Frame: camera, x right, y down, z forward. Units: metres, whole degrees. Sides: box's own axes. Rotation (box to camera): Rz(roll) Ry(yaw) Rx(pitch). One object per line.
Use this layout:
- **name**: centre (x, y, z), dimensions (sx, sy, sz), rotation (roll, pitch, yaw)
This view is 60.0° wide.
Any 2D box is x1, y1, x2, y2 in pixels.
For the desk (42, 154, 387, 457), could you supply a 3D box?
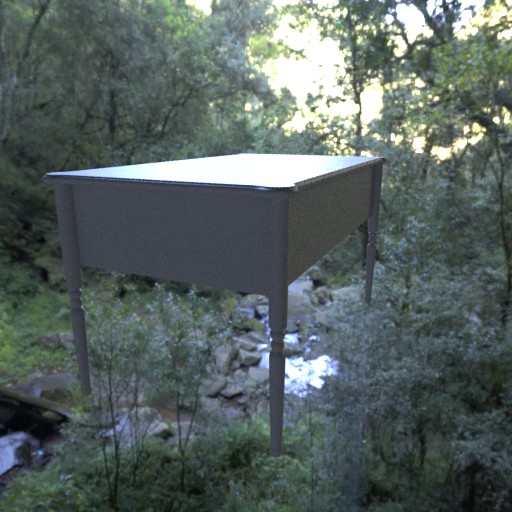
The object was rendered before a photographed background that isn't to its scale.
- **desk**: centre (0.000, 0.000, 1.855), dimensions (0.807, 0.762, 1.380), rotation (7, 17, 24)
